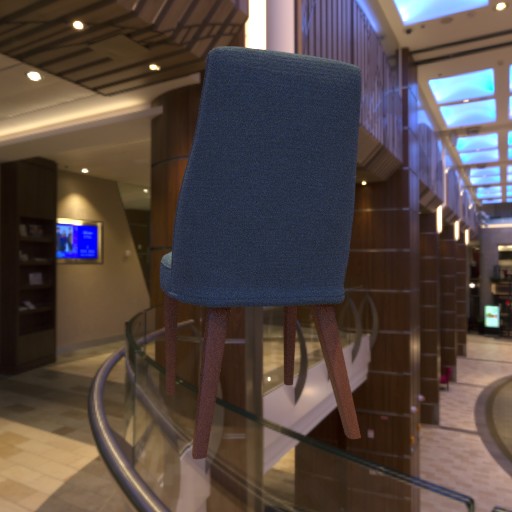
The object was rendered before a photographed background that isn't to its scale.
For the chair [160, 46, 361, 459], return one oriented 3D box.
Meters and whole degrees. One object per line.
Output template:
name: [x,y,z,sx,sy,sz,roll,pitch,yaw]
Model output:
chair: [0.000,0.000,1.276,0.500,0.930,0.620,0,-1,-17]
